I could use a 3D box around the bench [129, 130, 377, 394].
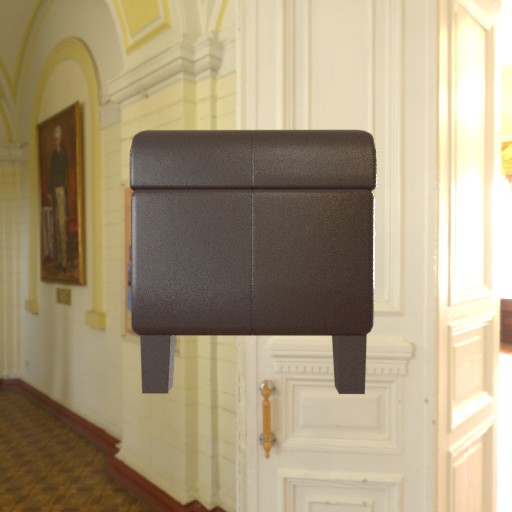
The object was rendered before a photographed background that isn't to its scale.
[{"bbox_3d":[0.000,0.000,1.289,0.429,0.457,1.092,0,1,1],"label":"bench"}]
